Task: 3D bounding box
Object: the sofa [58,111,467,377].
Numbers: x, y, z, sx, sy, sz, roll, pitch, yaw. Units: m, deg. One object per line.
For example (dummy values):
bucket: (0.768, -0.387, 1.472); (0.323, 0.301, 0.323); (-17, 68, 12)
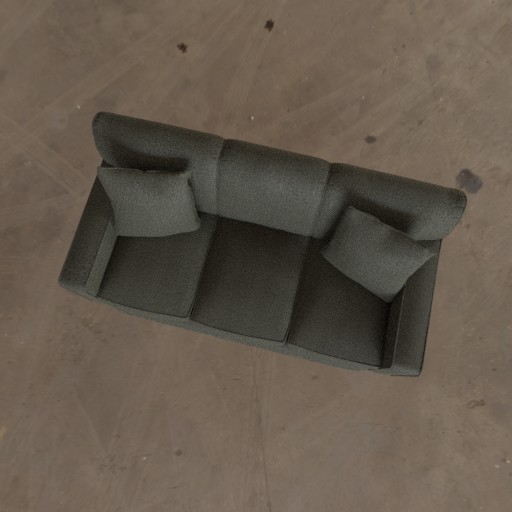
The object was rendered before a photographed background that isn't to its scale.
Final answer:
sofa: (0.000, 0.000, 2.618); (2.024, 0.958, 0.997); (13, 75, 4)
